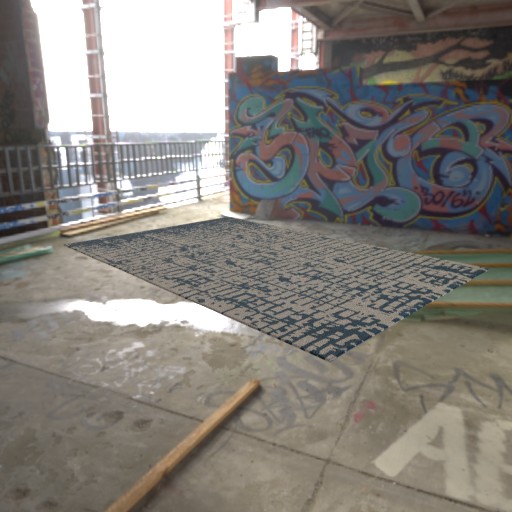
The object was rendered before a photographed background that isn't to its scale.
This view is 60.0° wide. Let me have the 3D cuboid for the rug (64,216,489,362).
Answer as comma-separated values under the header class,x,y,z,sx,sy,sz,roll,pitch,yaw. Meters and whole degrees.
class,x,y,z,sx,sy,sz,roll,pitch,yaw
rug,0.000,0.000,2.260,1.220,0.007,1.828,-15,21,-42
